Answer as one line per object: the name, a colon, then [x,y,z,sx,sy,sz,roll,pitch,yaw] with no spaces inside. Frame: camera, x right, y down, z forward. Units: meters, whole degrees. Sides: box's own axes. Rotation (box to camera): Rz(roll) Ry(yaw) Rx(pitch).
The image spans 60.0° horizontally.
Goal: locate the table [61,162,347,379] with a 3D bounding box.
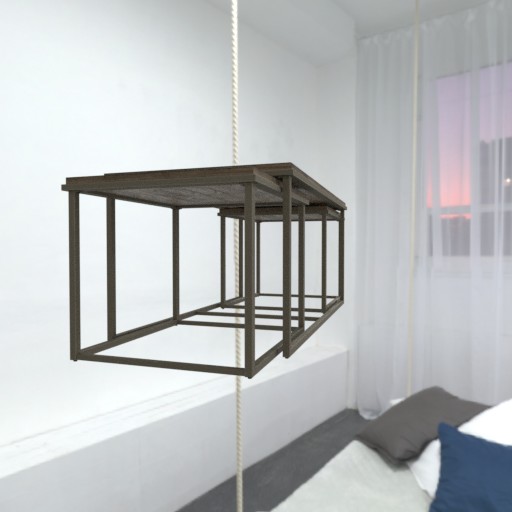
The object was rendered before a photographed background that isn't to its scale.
table: [0.000,0.000,1.491,0.489,0.427,1.312,0,1,18]
